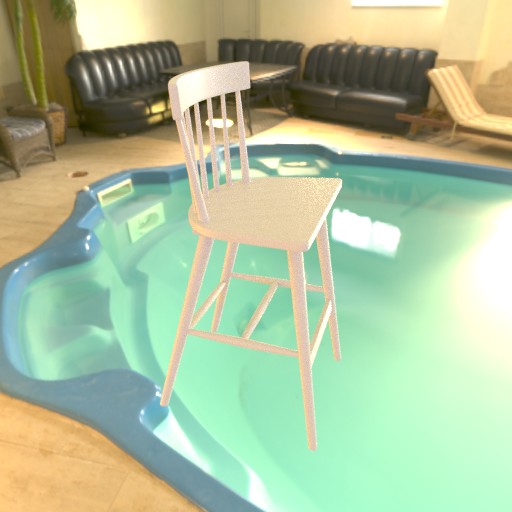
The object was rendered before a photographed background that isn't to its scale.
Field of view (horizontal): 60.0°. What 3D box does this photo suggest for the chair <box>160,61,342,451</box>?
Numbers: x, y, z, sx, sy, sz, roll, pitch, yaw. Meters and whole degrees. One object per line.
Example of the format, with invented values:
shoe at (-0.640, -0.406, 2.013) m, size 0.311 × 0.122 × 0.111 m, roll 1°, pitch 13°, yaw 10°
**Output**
chair at (0.000, 0.000, 1.418) m, size 0.572 × 1.092 × 0.483 m, roll 10°, pitch 31°, yaw 17°
